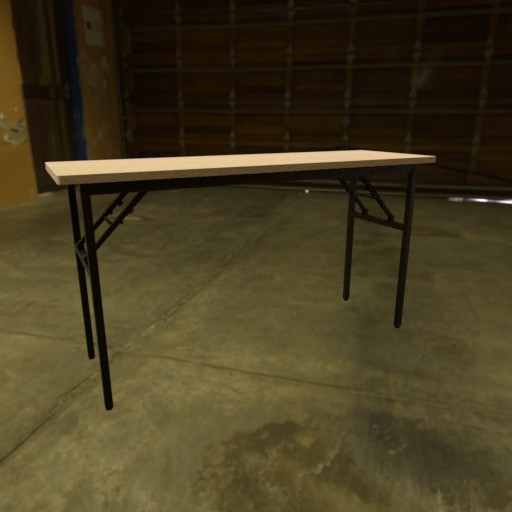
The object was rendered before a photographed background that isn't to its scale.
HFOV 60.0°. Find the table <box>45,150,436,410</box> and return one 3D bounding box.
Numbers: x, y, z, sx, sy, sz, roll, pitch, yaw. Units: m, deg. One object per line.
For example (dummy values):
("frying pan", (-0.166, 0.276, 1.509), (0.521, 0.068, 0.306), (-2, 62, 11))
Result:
("table", (0.000, 0.000, 1.749), (1.397, 0.750, 0.447), (-9, 19, -27))
